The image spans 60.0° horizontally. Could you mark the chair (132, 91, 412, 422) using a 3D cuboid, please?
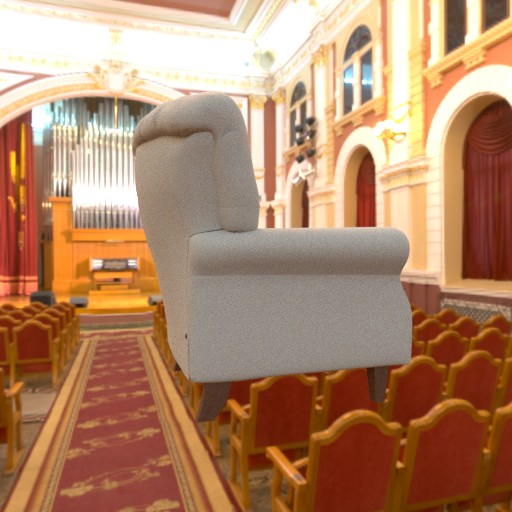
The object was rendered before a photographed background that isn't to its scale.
[{"bbox_3d":[0.000,0.000,2.098,1.128,1.217,1.090,0,0,-17],"label":"chair"}]
